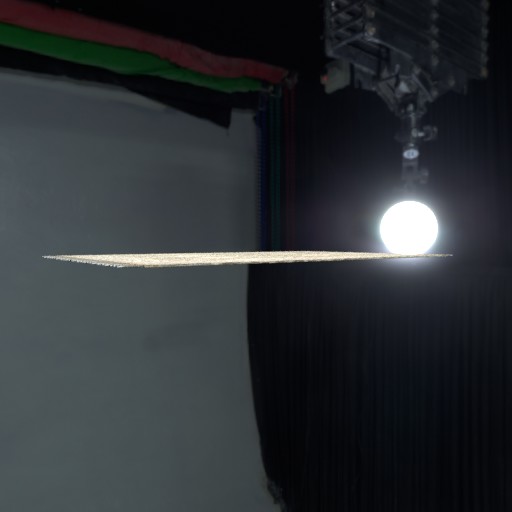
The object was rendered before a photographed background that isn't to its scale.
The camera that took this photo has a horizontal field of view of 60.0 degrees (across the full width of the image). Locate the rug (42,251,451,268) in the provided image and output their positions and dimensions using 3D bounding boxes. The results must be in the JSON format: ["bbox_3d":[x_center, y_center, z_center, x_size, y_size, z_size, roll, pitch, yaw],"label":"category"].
[{"bbox_3d":[0.000,0.000,2.533,2.029,0.010,1.237,-1,2,-37],"label":"rug"}]
